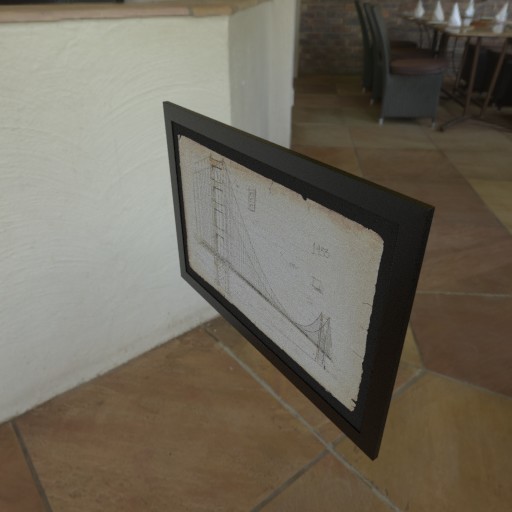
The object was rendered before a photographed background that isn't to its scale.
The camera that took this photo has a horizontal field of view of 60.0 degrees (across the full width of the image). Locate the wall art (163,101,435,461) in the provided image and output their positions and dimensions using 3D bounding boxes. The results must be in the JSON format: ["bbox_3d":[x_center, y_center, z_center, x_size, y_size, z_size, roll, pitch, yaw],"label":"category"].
[{"bbox_3d":[0.000,0.000,0.832,0.013,0.447,0.660,-21,37,-30],"label":"wall art"}]
